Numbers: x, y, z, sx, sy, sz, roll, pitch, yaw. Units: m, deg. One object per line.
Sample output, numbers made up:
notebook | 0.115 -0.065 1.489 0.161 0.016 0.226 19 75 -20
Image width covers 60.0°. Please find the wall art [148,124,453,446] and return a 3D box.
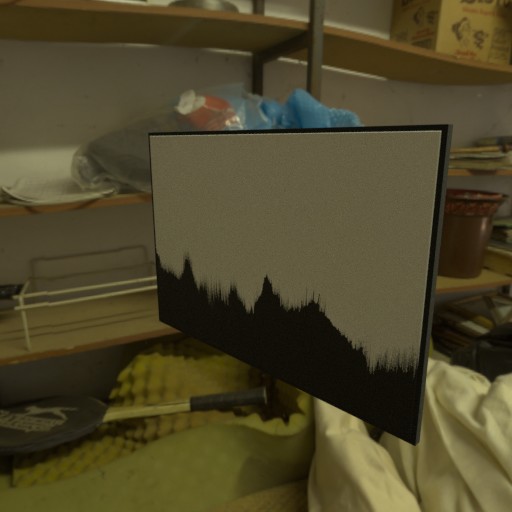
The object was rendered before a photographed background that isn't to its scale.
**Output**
wall art | 0.000 0.000 1.467 1.190 0.805 0.028 14 20 43
